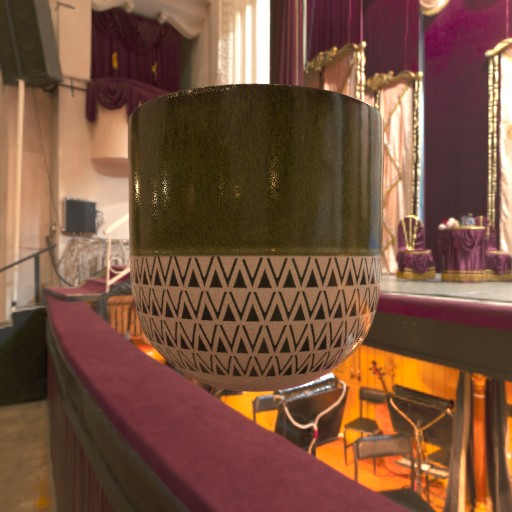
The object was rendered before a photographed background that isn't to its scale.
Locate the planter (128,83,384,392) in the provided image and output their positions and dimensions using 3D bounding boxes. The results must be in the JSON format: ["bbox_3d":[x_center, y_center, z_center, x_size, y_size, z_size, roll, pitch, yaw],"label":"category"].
[{"bbox_3d":[0.000,0.000,0.478,0.266,0.270,0.266,0,0,0],"label":"planter"}]
